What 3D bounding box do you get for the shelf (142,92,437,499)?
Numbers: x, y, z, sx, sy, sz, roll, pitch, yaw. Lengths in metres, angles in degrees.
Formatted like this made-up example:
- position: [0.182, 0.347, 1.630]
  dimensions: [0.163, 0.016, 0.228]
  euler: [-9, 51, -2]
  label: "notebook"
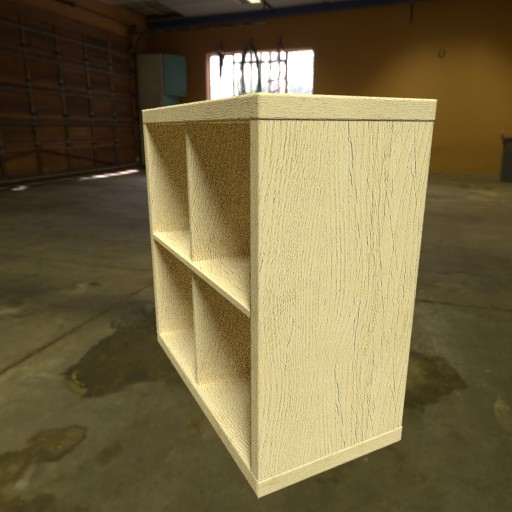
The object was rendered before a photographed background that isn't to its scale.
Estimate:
- position: [0.000, 0.000, 1.225]
  dimensions: [0.390, 0.786, 0.790]
  euler: [-8, 18, -26]
  label: "shelf"
